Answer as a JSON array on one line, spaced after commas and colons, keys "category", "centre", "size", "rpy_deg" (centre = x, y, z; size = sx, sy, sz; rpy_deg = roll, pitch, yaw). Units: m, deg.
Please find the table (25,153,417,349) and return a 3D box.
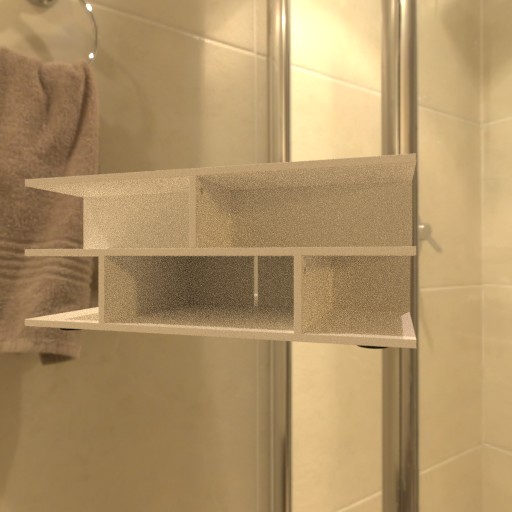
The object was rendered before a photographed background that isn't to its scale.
[{"category": "table", "centre": [0.000, 0.000, 1.070], "size": [0.700, 0.289, 0.700], "rpy_deg": [0, 0, 18]}]
